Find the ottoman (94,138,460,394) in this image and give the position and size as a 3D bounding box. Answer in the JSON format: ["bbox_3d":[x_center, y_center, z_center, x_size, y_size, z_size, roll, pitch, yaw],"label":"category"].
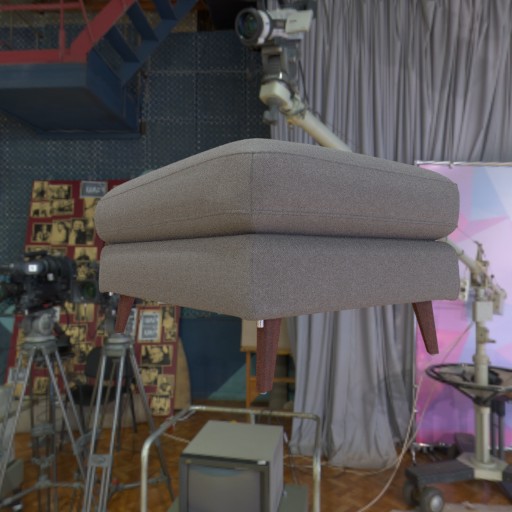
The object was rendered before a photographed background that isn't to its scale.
[{"bbox_3d":[0.000,0.000,1.140,0.608,0.449,0.811,0,0,-36],"label":"ottoman"}]
